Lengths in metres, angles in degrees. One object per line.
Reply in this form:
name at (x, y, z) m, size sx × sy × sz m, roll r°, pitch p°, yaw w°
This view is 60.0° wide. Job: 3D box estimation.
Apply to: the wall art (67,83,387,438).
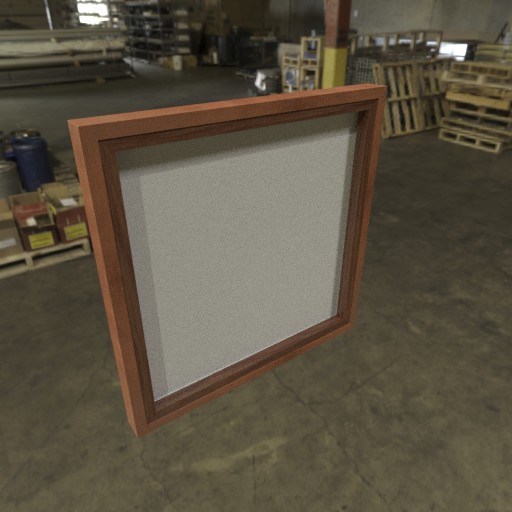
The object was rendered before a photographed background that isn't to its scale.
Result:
wall art at (0.000, 0.000, 0.597) m, size 0.403 × 0.403 × 0.035 m, roll -19°, pitch 34°, yaw -30°
